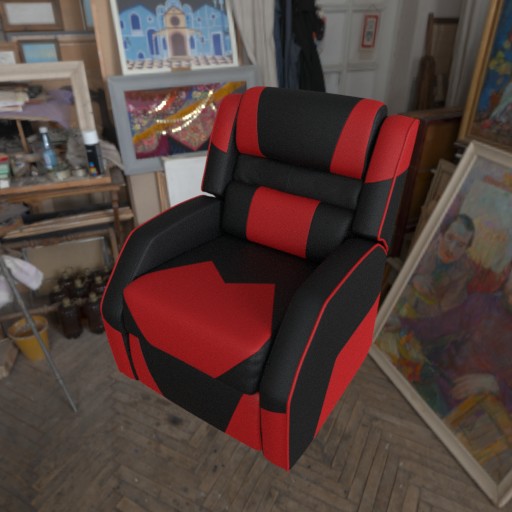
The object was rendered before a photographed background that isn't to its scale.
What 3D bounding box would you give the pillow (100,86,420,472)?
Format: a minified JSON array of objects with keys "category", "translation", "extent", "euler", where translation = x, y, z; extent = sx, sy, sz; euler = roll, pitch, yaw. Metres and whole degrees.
[{"category":"pillow","translation":[0.000,0.000,1.265],"extent":[0.620,0.805,0.672],"euler":[19,36,28]}]
